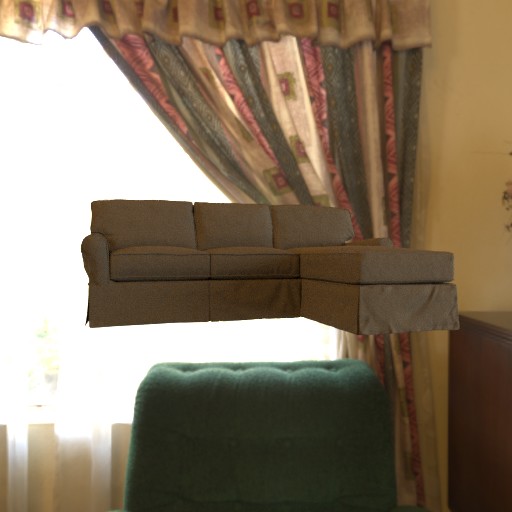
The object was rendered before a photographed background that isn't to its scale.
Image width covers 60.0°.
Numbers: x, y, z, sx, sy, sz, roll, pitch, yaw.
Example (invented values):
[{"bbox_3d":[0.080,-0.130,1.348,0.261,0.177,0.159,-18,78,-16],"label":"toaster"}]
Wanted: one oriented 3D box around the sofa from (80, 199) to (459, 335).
[{"bbox_3d":[0.000,0.000,3.342,2.475,0.978,1.733,0,0,-18],"label":"sofa"}]
